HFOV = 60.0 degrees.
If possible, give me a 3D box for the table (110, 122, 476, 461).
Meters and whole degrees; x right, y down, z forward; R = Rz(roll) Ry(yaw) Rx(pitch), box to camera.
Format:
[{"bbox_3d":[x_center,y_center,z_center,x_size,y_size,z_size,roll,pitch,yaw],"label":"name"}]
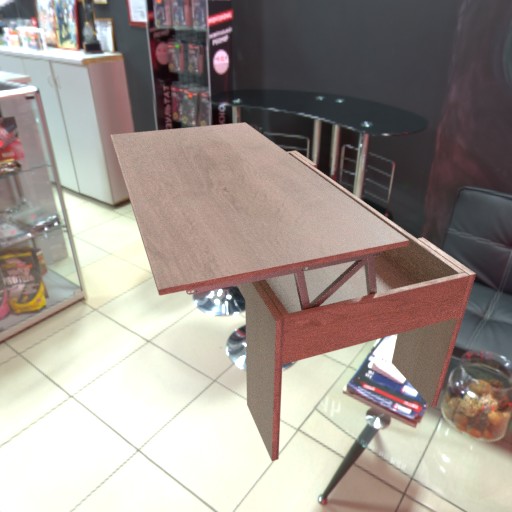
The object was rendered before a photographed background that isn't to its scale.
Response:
[{"bbox_3d":[0.000,0.000,1.386,0.711,0.570,1.000,-11,32,-17],"label":"table"}]
